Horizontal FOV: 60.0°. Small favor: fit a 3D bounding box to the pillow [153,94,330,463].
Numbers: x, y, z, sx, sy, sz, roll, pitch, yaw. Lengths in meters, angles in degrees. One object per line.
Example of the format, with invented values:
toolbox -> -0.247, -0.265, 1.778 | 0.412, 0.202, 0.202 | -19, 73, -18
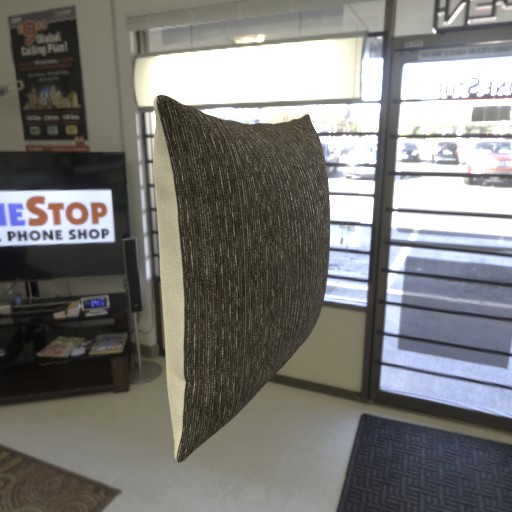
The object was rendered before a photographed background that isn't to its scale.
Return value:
pillow -> 0.000, 0.000, 0.678 | 0.196, 0.434, 0.433 | 7, 17, 26
